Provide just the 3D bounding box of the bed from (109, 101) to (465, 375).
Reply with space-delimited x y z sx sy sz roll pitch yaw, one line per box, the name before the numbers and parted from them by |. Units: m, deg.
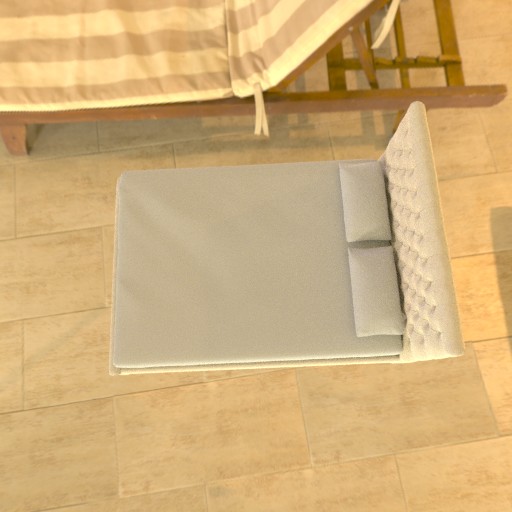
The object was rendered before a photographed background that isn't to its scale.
bed | 0.000 0.000 3.426 2.387 1.427 1.698 -2 75 -1
